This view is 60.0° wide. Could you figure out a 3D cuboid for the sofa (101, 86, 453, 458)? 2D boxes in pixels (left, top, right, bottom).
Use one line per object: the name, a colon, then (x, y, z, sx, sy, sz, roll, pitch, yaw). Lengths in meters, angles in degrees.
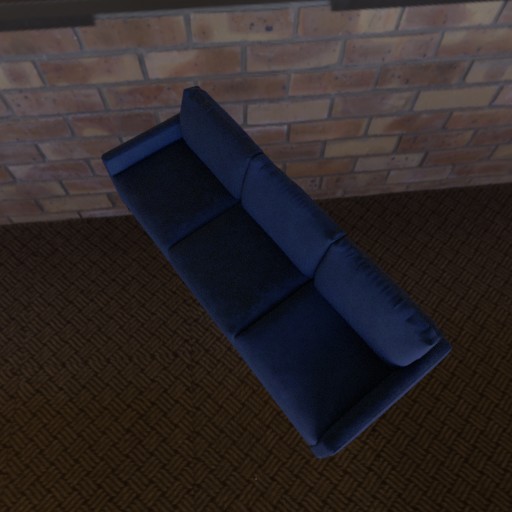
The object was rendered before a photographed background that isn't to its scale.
sofa: (0.000, 0.000, 2.720, 0.875, 0.879, 2.252, -35, 68, -16)
